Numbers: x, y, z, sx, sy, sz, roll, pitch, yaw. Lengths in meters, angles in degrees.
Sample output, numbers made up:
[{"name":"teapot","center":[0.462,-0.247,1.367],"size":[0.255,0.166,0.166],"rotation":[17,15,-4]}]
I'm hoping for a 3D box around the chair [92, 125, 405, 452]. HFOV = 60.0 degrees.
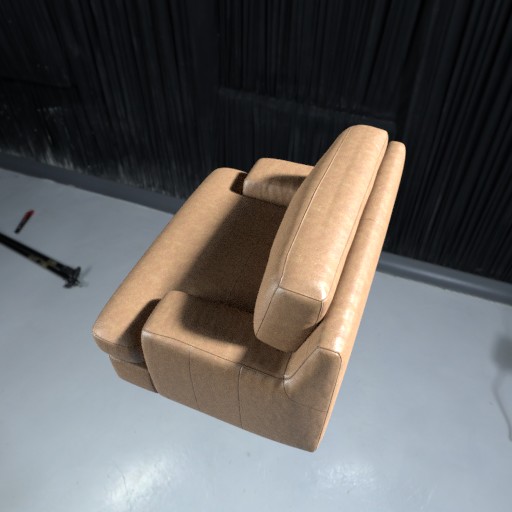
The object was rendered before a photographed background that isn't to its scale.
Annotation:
[{"name":"chair","center":[0.000,0.000,2.033],"size":[1.050,0.978,1.276],"rotation":[16,49,15]}]
